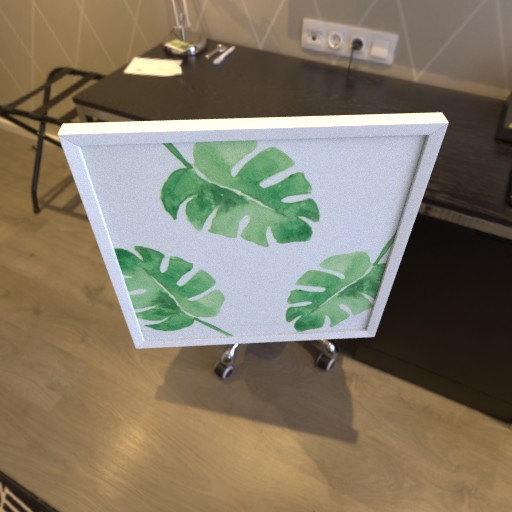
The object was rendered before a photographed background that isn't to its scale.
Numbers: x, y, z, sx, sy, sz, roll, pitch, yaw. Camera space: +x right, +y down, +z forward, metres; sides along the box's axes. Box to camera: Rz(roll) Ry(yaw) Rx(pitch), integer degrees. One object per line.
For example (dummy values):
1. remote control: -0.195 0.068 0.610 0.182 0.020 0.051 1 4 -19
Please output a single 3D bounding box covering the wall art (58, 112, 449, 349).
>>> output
1. wall art: 0.000 0.000 1.150 0.762 0.762 0.040 -2 46 -2
